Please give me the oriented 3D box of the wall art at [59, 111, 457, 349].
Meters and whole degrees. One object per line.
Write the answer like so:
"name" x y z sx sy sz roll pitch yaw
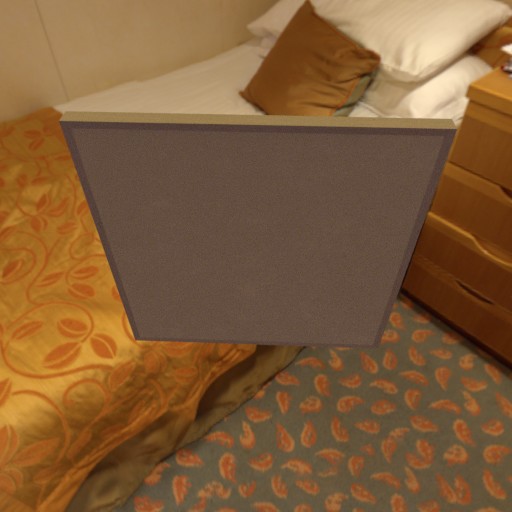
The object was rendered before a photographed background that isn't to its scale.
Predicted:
"wall art" 0.000 0.000 1.132 0.761 0.758 0.038 2 46 2
